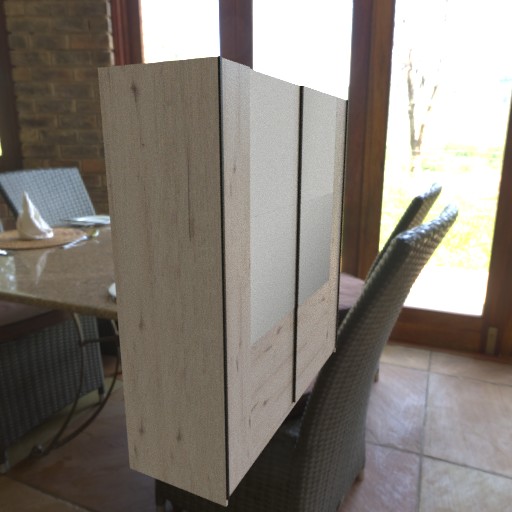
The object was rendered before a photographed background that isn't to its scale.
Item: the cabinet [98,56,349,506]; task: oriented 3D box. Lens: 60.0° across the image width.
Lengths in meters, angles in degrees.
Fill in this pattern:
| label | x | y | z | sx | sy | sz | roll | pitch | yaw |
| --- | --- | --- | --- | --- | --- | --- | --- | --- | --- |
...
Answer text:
| label | x | y | z | sx | sy | sz | roll | pitch | yaw |
| --- | --- | --- | --- | --- | --- | --- | --- | --- | --- |
| cabinet | 0.000 | 0.000 | 3.057 | 0.660 | 2.180 | 2.000 | 7 | 16 | 25 |
